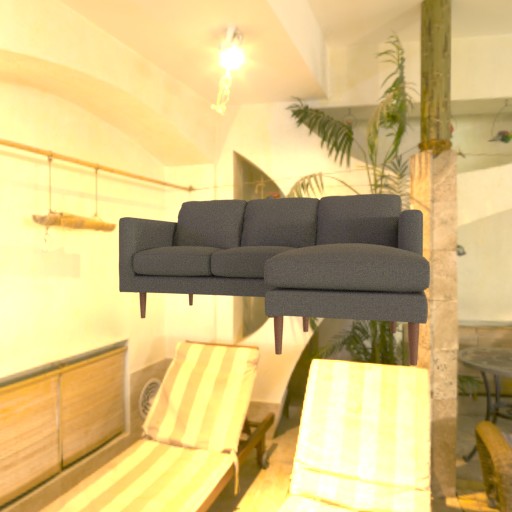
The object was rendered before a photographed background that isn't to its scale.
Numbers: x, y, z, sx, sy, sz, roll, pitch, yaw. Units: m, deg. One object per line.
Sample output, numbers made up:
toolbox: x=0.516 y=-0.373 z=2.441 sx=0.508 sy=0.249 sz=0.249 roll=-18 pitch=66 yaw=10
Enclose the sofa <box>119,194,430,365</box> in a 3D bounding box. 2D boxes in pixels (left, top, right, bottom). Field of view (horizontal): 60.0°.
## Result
sofa: x=0.000 y=0.000 z=2.865 sx=2.031 sy=0.897 sz=1.591 roll=0 pitch=1 yaw=19
